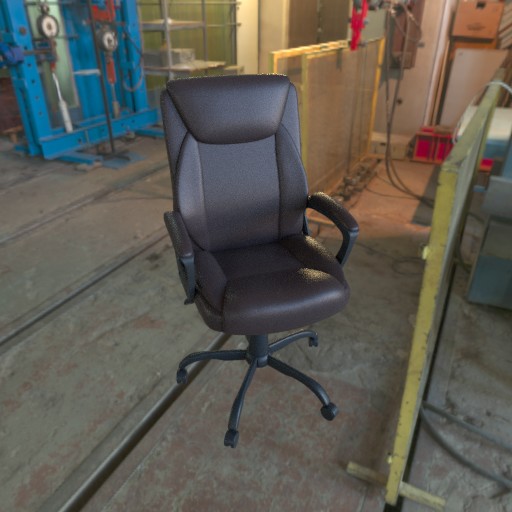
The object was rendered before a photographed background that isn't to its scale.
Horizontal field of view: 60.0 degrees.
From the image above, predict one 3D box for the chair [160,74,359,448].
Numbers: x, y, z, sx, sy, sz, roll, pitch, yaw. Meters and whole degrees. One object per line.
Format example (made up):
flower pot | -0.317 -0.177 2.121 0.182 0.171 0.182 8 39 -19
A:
chair | 0.000 0.000 1.492 0.615 1.072 0.655 -9 31 -16
